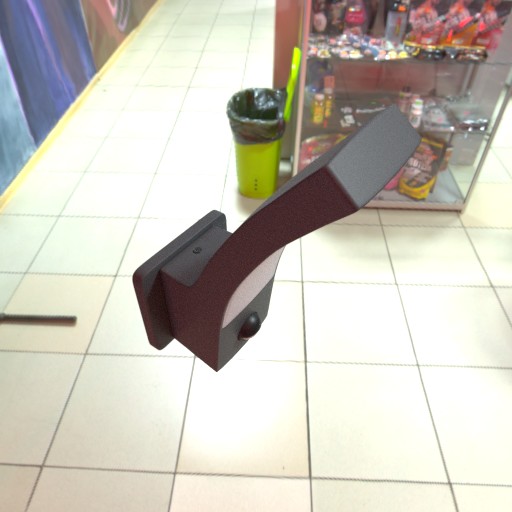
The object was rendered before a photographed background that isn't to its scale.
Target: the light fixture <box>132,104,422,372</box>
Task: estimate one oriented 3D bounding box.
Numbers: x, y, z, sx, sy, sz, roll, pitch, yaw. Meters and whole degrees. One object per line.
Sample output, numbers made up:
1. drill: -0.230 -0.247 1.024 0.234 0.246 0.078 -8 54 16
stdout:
1. light fixture: 0.000 0.000 0.328 0.174 0.243 0.108 26 49 25
